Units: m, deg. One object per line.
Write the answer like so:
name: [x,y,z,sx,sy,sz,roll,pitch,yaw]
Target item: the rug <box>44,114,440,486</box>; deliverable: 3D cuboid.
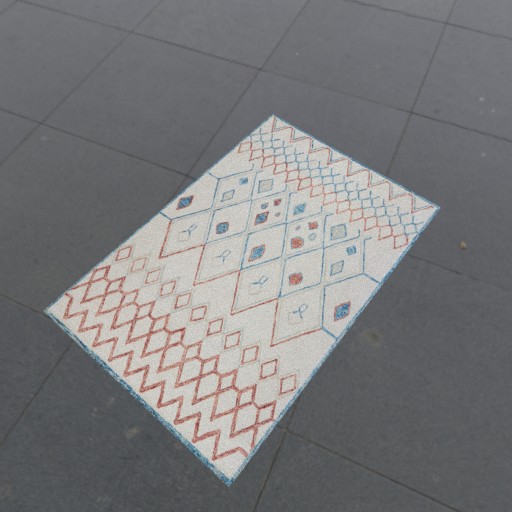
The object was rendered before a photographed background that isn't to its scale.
rug: [0.000,0.000,2.357,1.219,0.016,1.829,35,65,19]
